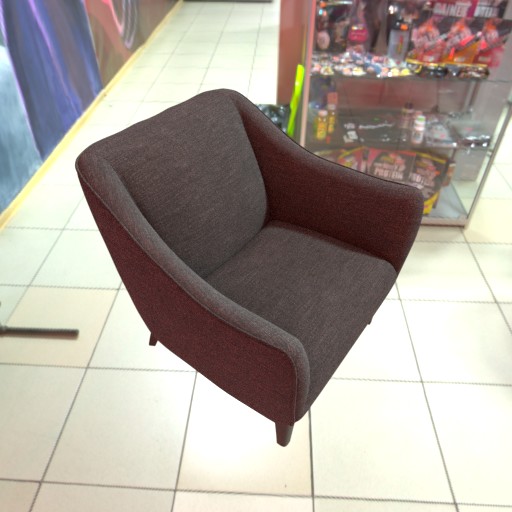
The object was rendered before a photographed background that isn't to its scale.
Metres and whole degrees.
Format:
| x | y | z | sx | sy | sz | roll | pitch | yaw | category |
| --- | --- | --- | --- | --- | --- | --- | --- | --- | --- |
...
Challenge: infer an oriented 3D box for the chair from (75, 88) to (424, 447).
| x | y | z | sx | sy | sz | roll | pitch | yaw | category |
| --- | --- | --- | --- | --- | --- | --- | --- | --- | --- |
| 0.000 | 0.000 | 1.547 | 0.851 | 0.829 | 0.870 | 25 | 47 | 26 | chair |
